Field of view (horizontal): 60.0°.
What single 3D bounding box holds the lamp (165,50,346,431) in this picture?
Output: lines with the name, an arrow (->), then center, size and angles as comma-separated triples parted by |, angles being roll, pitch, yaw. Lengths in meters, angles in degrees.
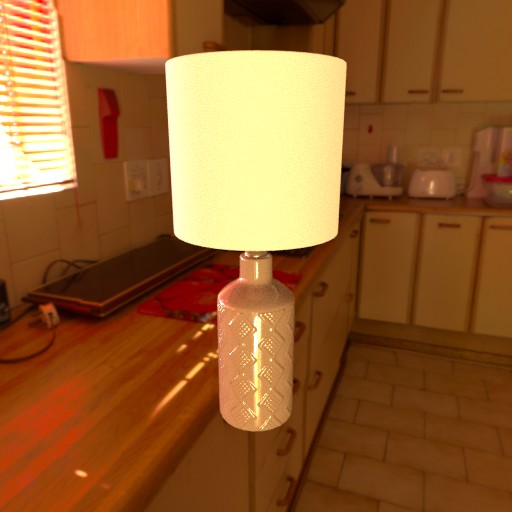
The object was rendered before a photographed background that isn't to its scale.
lamp -> 0.000, 0.000, 0.579 | 0.207, 0.461, 0.207 | -3, 16, -10
